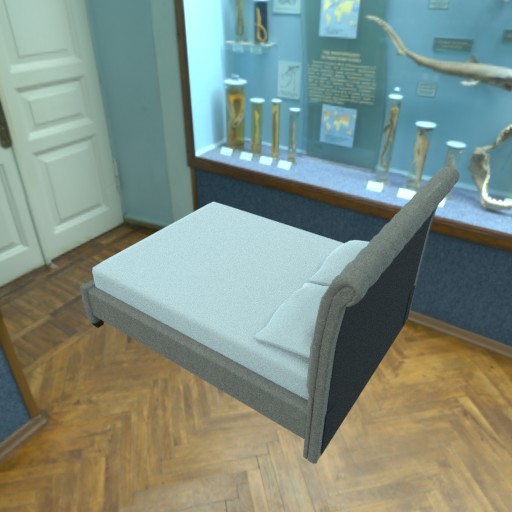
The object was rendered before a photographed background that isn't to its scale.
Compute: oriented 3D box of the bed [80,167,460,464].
[{"bbox_3d":[0.000,0.000,3.340,2.252,1.371,1.645,21,38,29],"label":"bed"}]
